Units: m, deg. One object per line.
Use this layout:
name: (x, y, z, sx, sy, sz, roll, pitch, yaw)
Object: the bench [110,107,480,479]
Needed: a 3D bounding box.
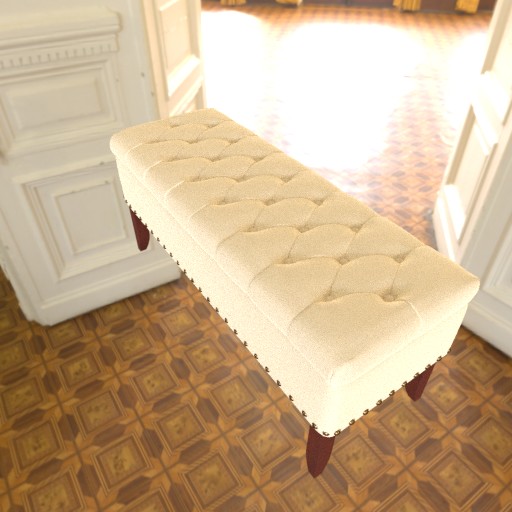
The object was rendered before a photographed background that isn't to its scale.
bench: (0.000, 0.000, 1.260, 0.400, 0.470, 1.054, -24, 46, -25)
